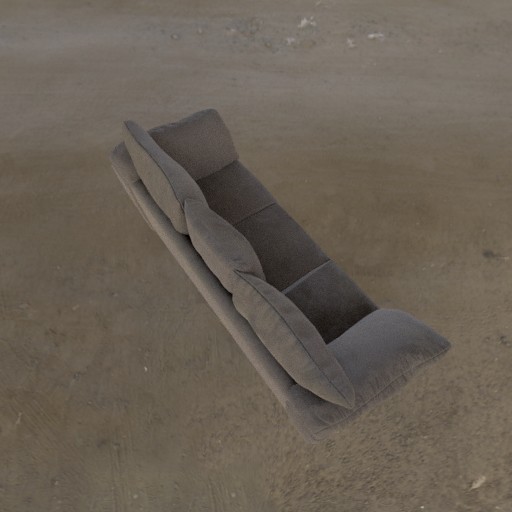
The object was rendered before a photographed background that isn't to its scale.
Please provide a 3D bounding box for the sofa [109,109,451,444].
[{"bbox_3d":[0.000,0.000,2.857,0.878,1.073,2.336,-31,64,-18],"label":"sofa"}]
